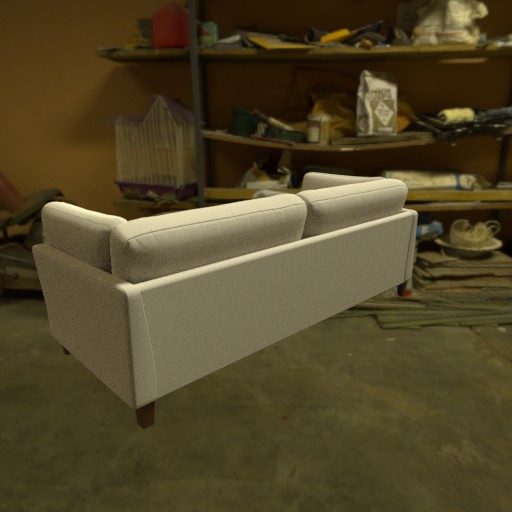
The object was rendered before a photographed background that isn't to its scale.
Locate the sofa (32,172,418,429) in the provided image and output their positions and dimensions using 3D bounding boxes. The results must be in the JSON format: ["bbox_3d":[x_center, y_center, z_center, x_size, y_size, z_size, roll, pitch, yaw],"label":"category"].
[{"bbox_3d":[0.000,0.000,2.748,2.301,0.863,0.957,-15,23,-41],"label":"sofa"}]
